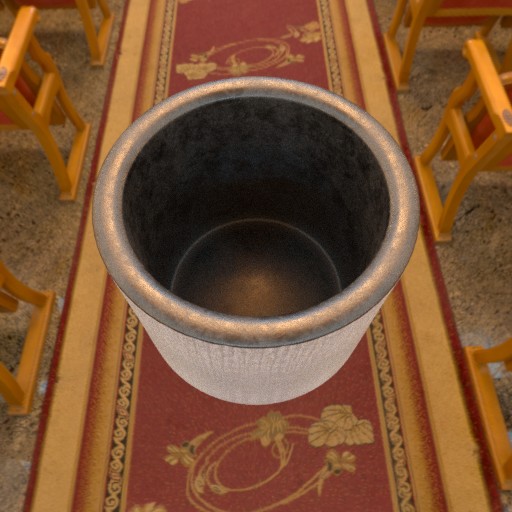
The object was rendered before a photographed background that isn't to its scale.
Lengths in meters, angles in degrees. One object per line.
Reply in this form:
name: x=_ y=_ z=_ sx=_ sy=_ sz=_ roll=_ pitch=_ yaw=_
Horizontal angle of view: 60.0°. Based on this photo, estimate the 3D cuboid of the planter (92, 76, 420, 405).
planter: x=0.000 y=0.000 z=0.216 sx=0.125 sy=0.112 sz=0.125 roll=0 pitch=62 yaw=0
